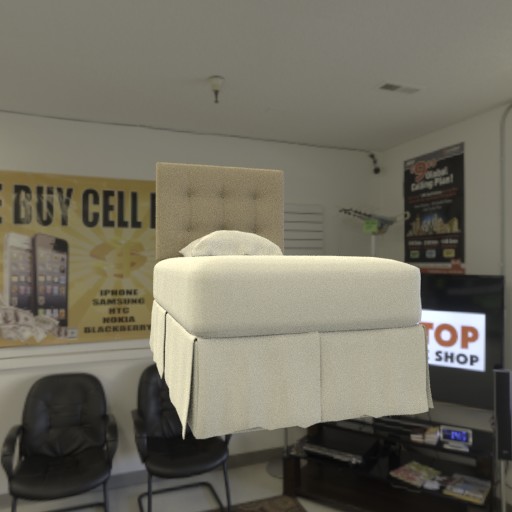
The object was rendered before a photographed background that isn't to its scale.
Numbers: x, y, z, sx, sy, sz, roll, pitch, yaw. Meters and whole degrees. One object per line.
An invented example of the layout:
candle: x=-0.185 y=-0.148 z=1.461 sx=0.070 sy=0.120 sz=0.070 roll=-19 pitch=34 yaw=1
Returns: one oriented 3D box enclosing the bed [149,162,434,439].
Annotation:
bed: x=0.000 y=0.000 z=2.956 sx=1.261 sy=1.571 sz=1.997 roll=0 pitch=0 yaw=-18
